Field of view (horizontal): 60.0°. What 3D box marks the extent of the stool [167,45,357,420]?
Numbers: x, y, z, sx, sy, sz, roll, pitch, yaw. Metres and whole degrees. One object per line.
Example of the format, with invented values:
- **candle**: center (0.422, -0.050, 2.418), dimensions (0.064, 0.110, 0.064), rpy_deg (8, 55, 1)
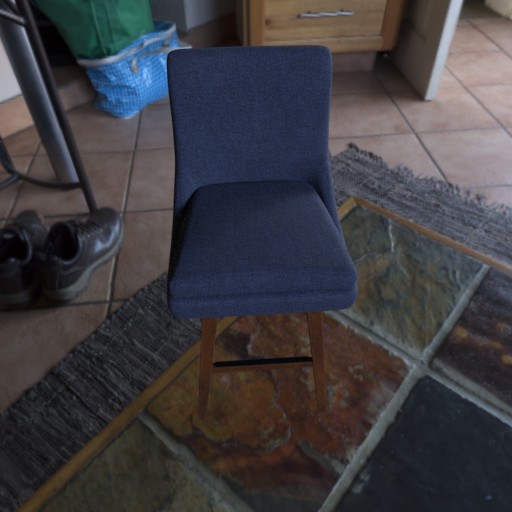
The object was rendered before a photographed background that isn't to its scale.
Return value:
- **stool**: center (0.000, 0.000, 1.379), dimensions (0.489, 1.068, 0.572), rpy_deg (-3, 46, -3)
